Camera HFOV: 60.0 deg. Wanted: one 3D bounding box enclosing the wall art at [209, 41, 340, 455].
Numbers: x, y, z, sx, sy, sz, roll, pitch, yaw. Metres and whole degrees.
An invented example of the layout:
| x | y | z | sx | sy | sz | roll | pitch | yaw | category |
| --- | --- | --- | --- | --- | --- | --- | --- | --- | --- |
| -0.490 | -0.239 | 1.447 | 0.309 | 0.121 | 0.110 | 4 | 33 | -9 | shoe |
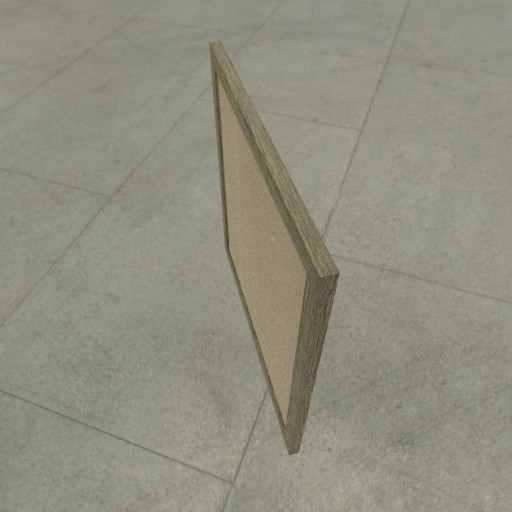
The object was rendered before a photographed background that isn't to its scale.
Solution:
| x | y | z | sx | sy | sz | roll | pitch | yaw | category |
| --- | --- | --- | --- | --- | --- | --- | --- | --- | --- |
| 0.000 | 0.000 | 0.756 | 0.019 | 0.508 | 0.508 | -12 | 50 | -10 | wall art |
